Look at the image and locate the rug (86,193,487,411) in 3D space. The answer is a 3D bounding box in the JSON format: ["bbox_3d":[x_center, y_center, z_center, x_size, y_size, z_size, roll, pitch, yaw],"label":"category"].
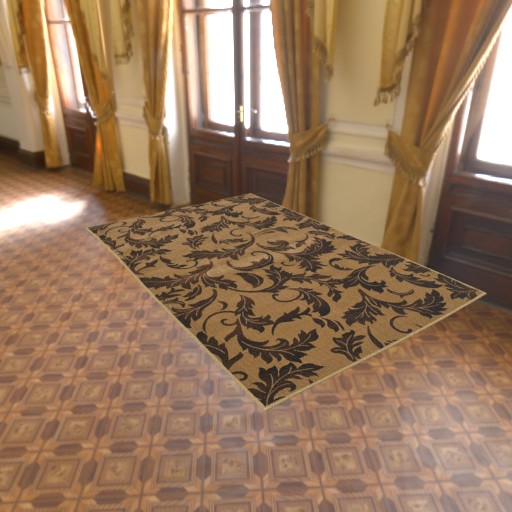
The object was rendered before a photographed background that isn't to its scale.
[{"bbox_3d":[0.000,0.000,2.879,1.522,0.008,2.284,-17,30,-32],"label":"rug"}]
